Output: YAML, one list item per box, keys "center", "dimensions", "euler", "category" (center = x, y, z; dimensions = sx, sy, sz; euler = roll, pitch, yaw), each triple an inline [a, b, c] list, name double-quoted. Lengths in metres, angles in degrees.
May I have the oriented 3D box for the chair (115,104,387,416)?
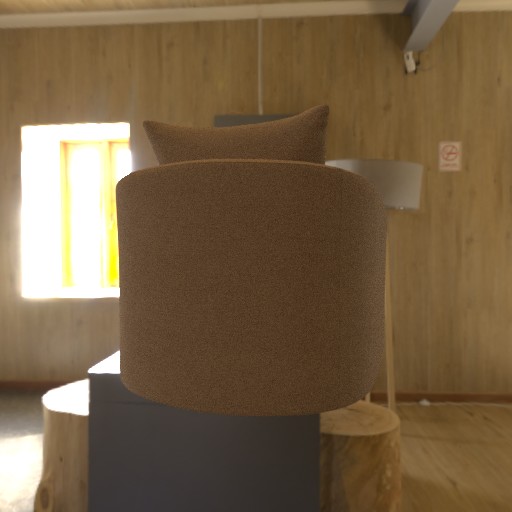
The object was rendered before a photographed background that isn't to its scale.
- center: [0.000, 0.000, 1.544]
  dimensions: [0.845, 0.848, 0.910]
  euler: [1, 2, 19]
  category: "chair"
